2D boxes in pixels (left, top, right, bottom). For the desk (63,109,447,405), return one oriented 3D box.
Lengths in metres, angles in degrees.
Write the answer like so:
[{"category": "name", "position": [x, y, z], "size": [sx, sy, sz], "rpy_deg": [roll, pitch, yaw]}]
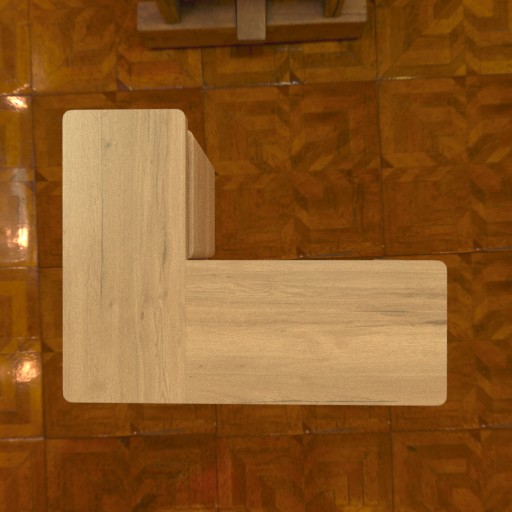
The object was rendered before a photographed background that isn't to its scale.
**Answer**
[{"category": "desk", "position": [0.000, 0.000, 1.728], "size": [1.169, 0.760, 0.900], "rpy_deg": [0, 90, 2]}]
